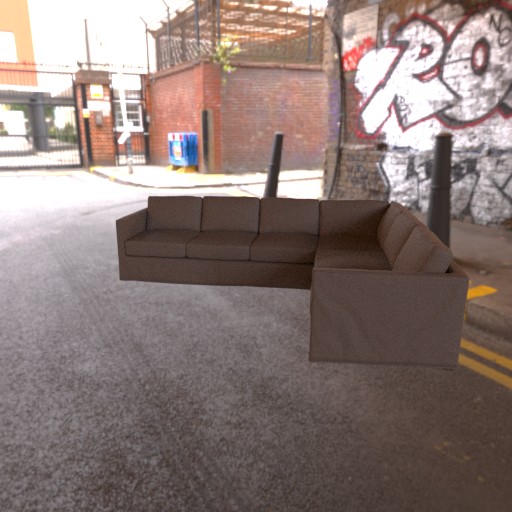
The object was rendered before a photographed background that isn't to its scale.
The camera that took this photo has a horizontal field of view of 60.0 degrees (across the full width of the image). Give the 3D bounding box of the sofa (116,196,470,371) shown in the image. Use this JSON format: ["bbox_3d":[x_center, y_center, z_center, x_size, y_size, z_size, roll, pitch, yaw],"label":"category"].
[{"bbox_3d":[0.000,0.000,4.294,3.182,0.871,2.432,2,16,9],"label":"sofa"}]
